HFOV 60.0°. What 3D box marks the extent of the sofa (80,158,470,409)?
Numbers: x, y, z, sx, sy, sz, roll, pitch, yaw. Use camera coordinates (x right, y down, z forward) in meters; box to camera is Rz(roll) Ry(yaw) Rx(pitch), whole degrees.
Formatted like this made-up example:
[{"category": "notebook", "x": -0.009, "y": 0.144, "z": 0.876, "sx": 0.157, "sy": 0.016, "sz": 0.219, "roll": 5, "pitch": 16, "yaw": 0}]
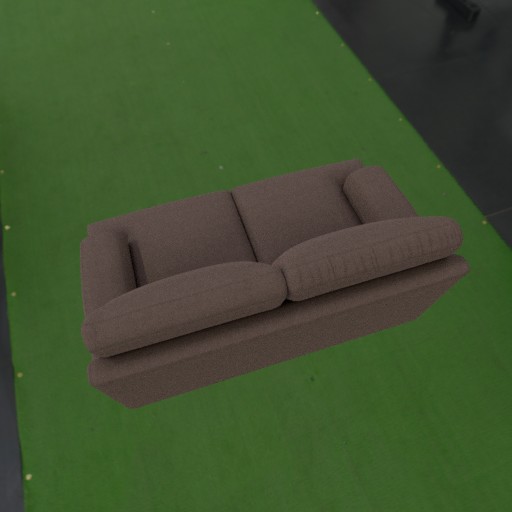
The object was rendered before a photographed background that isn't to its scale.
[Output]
[{"category": "sofa", "x": 0.000, "y": 0.000, "z": 2.488, "sx": 1.869, "sy": 0.950, "sz": 1.140, "roll": -15, "pitch": 59, "yaw": -9}]
